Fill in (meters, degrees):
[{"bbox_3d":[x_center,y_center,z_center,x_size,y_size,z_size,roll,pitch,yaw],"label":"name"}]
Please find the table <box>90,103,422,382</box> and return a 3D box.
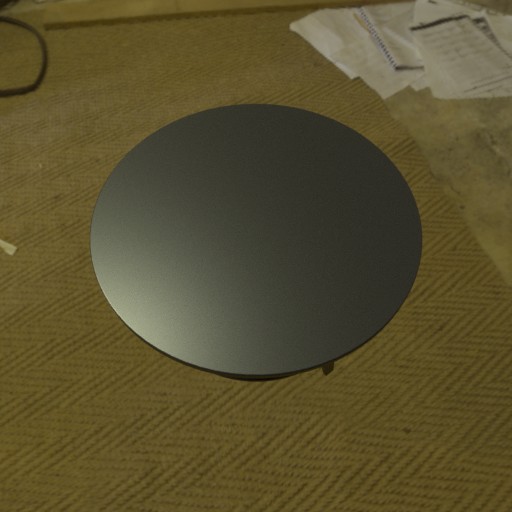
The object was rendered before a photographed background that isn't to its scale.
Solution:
[{"bbox_3d":[0.000,0.000,1.433,0.914,0.457,0.914,0,58,0],"label":"table"}]
